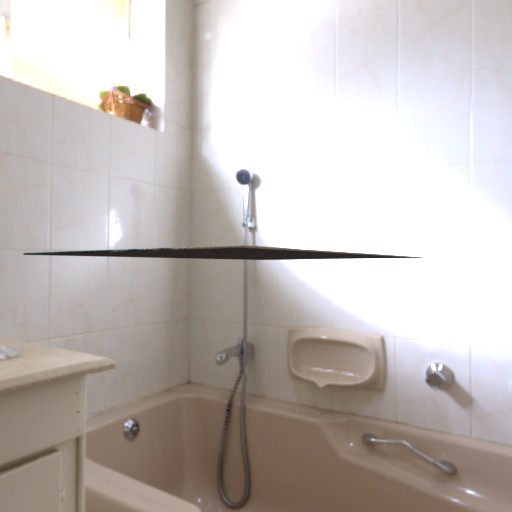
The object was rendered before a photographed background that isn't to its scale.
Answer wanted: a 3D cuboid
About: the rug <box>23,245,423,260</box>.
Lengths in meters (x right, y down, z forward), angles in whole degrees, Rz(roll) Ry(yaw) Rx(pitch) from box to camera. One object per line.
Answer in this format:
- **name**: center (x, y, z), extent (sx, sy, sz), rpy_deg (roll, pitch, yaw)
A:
- **rug**: center (0.000, 0.000, 2.331), extent (1.232, 0.009, 1.836), rpy_deg (-1, -2, 35)
